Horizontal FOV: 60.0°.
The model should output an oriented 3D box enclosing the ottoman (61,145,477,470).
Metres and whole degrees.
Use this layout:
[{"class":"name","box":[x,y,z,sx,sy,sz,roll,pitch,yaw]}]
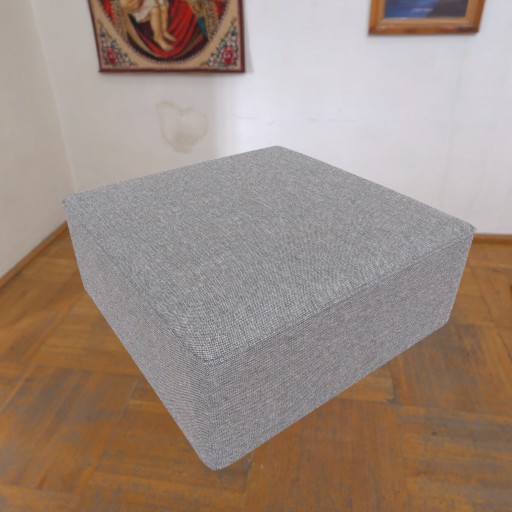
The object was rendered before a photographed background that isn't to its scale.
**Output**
[{"class":"ottoman","box":[0.000,0.000,1.554,1.005,0.455,1.005,-21,38,-30]}]
